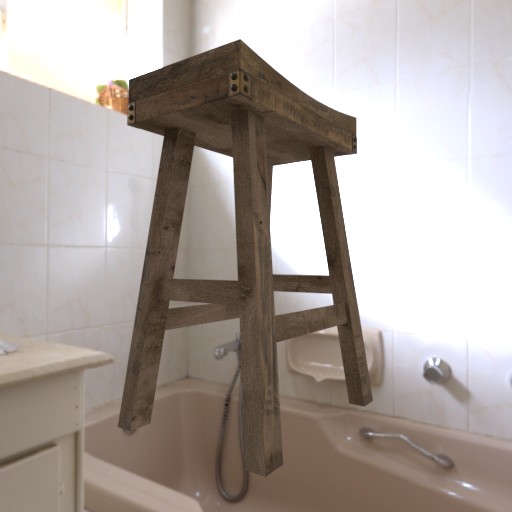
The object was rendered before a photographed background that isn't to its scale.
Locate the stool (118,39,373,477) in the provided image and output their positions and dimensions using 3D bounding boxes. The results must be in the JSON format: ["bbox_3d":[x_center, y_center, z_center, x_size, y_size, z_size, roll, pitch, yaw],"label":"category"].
[{"bbox_3d":[0.000,0.000,0.901,0.330,0.635,0.450,-1,-1,35],"label":"stool"}]
